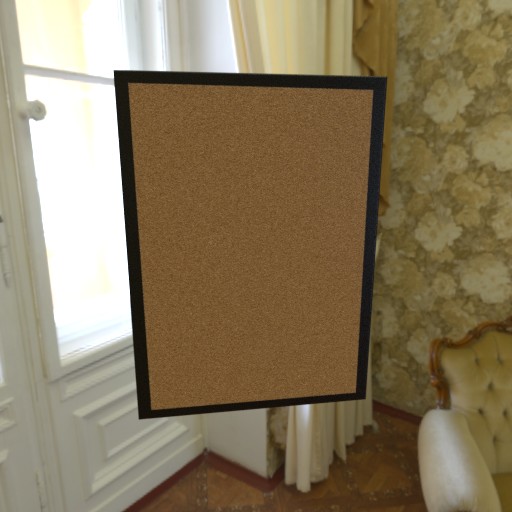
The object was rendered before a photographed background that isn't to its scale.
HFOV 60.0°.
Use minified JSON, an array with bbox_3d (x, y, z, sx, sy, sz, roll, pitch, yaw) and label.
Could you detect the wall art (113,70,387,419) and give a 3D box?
[{"bbox_3d":[0.000,0.000,0.855,0.480,0.657,0.016,-2,14,-9],"label":"wall art"}]
